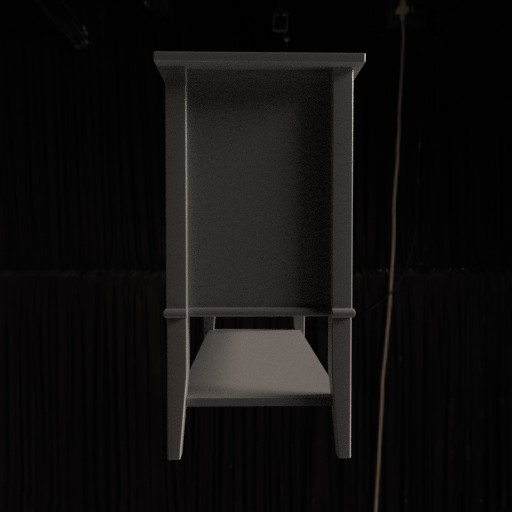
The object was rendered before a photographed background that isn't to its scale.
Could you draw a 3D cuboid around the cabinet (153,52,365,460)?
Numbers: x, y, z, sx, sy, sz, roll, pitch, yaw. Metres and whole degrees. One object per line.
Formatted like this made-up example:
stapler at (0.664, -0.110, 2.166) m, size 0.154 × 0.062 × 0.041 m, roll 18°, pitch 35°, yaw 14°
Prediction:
cabinet at (0.000, 0.000, 1.236) m, size 0.396 × 0.780 × 0.801 m, roll 0°, pitch 1°, yaw -1°
